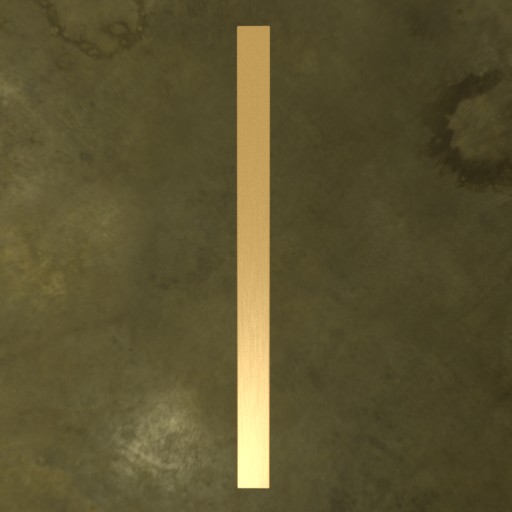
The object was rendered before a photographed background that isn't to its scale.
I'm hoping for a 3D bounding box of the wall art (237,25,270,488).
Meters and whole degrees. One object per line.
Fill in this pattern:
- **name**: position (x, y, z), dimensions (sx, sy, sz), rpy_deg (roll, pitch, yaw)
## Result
- **wall art**: position (0.000, 0.000, 0.741), dimensions (0.036, 0.509, 0.509), rpy_deg (0, 90, 1)
